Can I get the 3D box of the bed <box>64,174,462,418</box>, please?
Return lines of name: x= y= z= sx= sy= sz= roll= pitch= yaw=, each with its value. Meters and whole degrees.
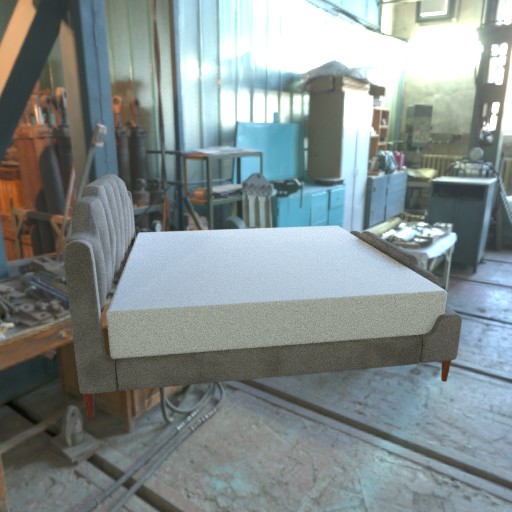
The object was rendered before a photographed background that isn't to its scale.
bed: x=0.000 y=0.000 z=3.508 sx=2.340 sy=1.245 sz=2.074 roll=-3 pitch=16 yaw=-9
